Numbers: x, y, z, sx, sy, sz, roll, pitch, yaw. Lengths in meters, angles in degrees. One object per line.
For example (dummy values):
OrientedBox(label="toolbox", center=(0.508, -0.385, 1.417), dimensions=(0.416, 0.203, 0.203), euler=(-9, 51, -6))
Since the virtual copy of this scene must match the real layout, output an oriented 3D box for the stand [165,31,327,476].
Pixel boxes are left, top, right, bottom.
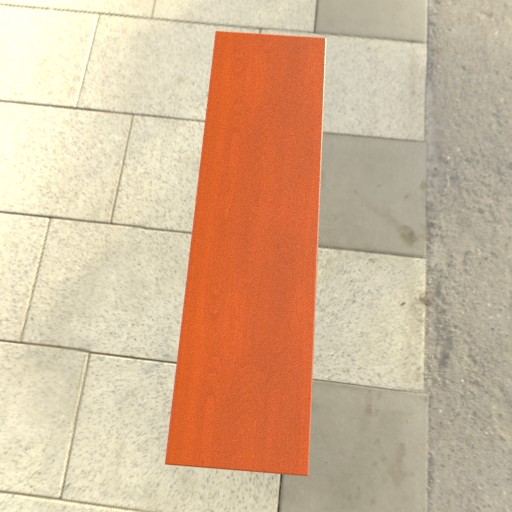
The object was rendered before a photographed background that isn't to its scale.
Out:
OrientedBox(label="stand", center=(0.000, 0.000, 1.707), dimensions=(0.381, 0.762, 1.372), euler=(4, 75, 1))
